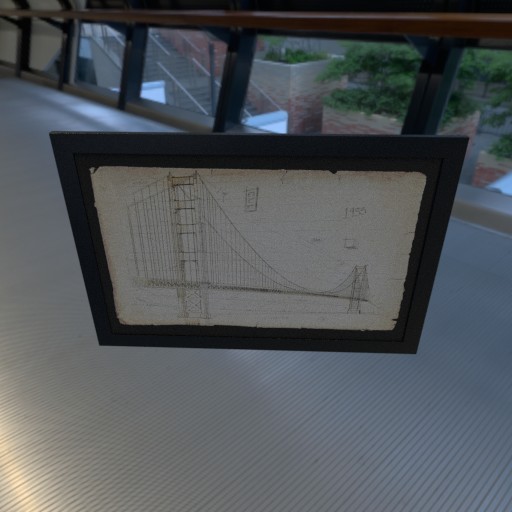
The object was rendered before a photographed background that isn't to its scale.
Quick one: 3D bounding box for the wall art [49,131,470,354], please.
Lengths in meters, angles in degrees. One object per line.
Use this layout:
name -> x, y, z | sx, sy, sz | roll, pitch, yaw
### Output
wall art -> 0.000, 0.000, 0.813 | 0.660, 0.447, 0.013 | 1, 31, 2
